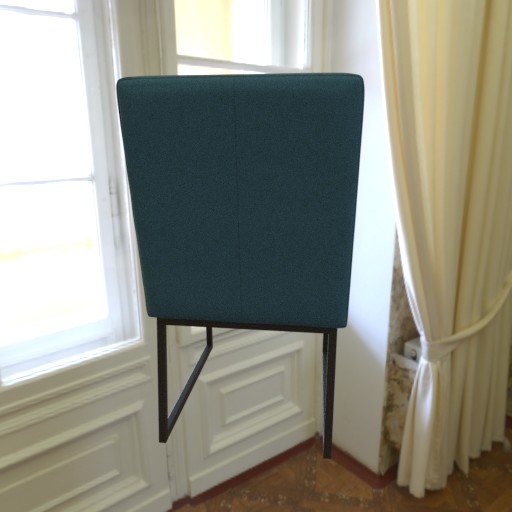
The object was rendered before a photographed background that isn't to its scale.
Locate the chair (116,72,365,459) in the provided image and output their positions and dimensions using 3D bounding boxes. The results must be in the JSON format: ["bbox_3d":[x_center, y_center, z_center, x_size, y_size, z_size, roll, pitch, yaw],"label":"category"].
[{"bbox_3d":[0.000,0.000,1.291,0.520,0.930,0.634,2,16,8],"label":"chair"}]
